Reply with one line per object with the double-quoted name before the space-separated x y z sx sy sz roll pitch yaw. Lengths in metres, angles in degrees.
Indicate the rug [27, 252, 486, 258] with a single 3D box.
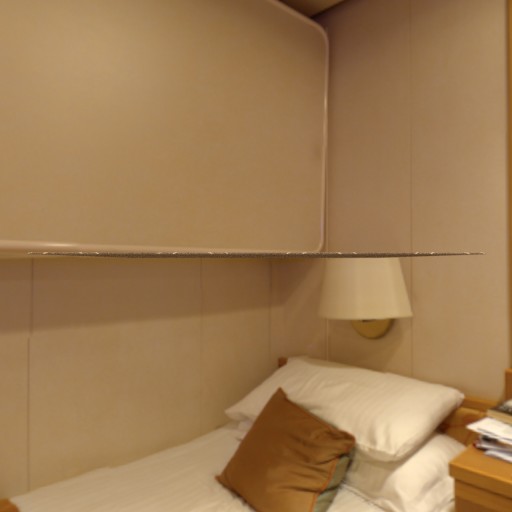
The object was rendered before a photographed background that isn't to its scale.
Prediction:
"rug" 0.000 0.000 4.184 3.062 0.012 2.457 0 -1 -1
